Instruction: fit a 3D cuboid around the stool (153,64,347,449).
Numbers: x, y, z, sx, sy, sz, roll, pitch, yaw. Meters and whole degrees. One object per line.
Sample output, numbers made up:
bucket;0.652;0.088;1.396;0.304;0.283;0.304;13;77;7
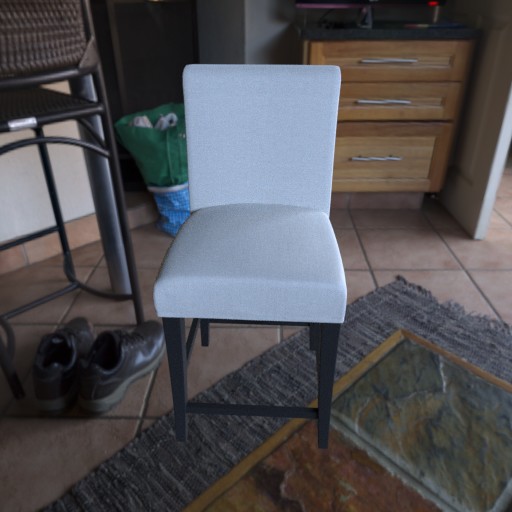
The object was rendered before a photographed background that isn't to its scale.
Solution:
stool;0.000;0.000;1.296;0.452;0.976;0.597;2;30;3
